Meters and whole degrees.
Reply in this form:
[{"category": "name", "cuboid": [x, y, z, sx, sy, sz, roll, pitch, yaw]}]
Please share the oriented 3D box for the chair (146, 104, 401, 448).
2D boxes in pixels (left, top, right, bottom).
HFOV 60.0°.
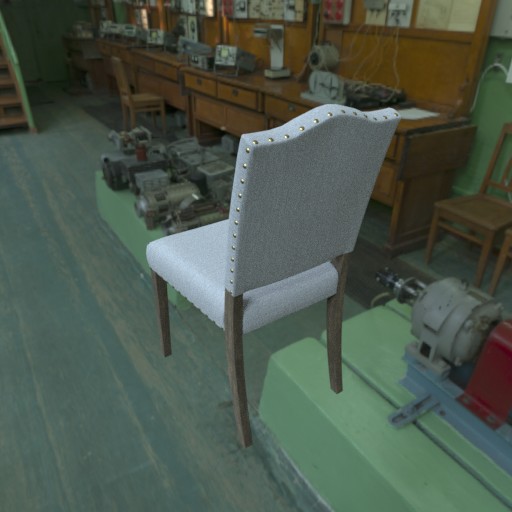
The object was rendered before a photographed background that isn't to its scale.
[{"category": "chair", "cuboid": [0.000, 0.000, 1.402, 0.508, 1.020, 0.620, -19, 35, -29]}]
